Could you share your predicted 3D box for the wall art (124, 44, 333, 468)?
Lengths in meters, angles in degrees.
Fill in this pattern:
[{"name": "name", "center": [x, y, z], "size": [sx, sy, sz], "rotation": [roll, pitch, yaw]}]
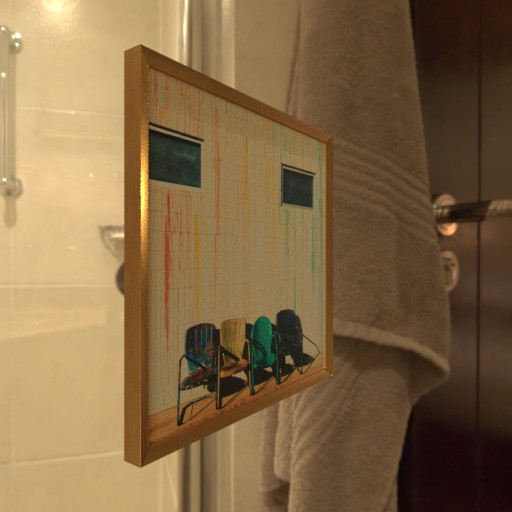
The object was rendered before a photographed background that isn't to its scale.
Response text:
[{"name": "wall art", "center": [0.000, 0.000, 0.443], "size": [0.019, 0.302, 0.302], "rotation": [0, 0, 36]}]
